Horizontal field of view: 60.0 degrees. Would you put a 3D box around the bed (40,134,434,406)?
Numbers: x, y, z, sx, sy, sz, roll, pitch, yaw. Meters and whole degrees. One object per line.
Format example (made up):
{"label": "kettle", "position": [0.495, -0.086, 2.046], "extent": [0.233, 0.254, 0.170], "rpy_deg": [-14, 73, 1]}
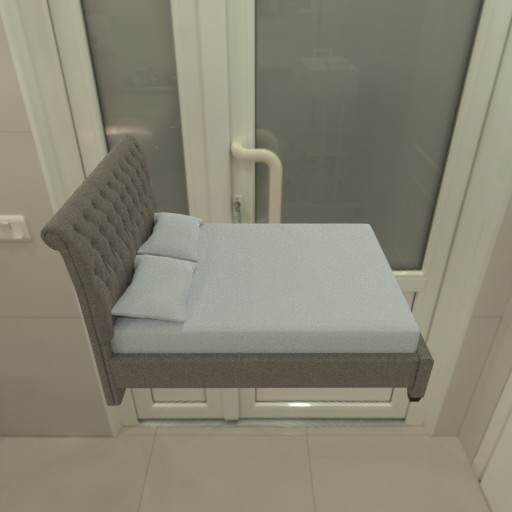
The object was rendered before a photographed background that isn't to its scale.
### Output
{"label": "bed", "position": [0.000, 0.000, 3.331], "extent": [2.252, 1.371, 1.645], "rpy_deg": [0, 32, 0]}
